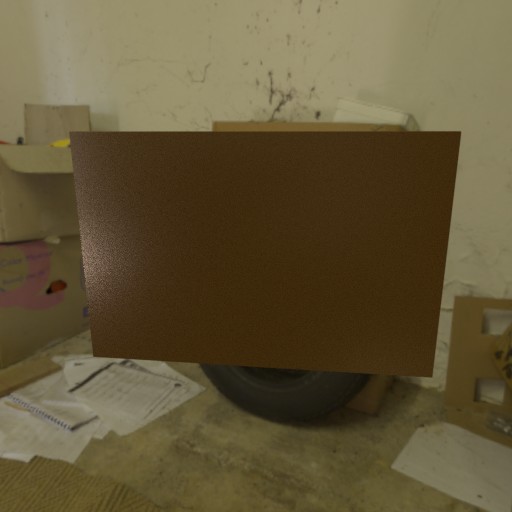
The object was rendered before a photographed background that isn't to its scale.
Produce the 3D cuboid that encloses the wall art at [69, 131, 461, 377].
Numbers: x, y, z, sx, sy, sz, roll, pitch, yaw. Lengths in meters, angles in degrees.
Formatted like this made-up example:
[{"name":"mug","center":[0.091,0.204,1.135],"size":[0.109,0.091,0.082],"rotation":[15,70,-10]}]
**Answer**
[{"name":"wall art","center":[0.000,0.000,1.406],"size":[1.145,0.762,0.041],"rotation":[2,15,7]}]
